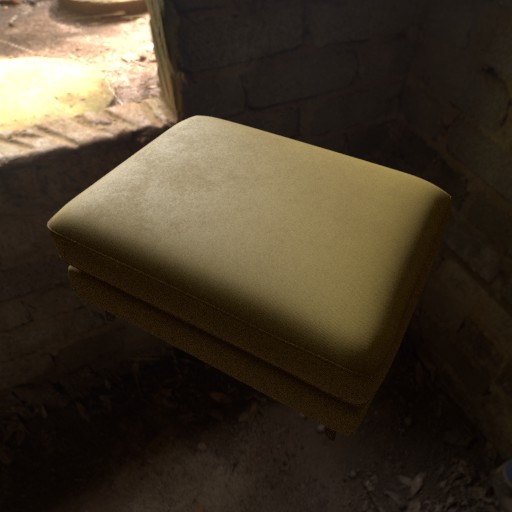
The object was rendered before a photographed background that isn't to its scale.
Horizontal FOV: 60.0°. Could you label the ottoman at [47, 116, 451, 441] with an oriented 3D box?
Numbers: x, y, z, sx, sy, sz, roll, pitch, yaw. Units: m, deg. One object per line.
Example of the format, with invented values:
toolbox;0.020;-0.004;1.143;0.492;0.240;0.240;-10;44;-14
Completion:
ottoman;0.000;0.000;1.153;0.811;0.449;0.608;22;50;20
